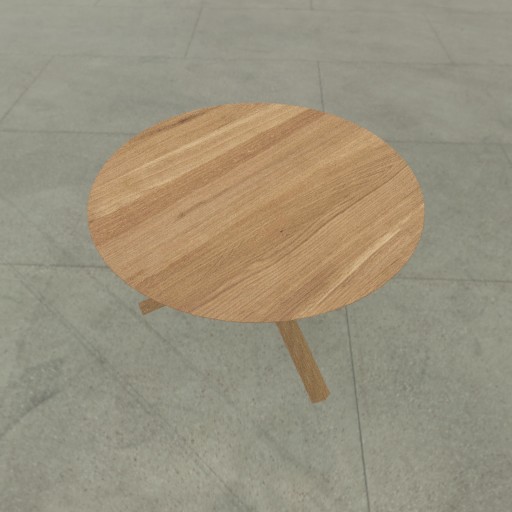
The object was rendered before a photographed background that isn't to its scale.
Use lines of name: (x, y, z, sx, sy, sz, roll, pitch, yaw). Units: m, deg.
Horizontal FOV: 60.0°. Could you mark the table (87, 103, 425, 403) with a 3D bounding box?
table: (0.000, 0.000, 1.651, 1.038, 0.666, 1.038, 0, 48, 0)
